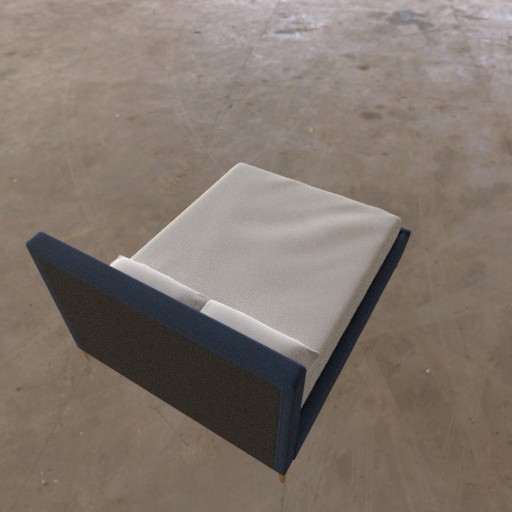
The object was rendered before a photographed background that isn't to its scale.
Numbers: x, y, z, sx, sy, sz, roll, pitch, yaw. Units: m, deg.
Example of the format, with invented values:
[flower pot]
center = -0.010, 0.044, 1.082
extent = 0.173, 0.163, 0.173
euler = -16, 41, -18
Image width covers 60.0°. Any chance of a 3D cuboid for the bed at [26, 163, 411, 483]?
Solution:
[bed]
center = 0.000, 0.000, 3.218
extent = 1.723, 1.231, 2.172
euler = 23, 50, 21
